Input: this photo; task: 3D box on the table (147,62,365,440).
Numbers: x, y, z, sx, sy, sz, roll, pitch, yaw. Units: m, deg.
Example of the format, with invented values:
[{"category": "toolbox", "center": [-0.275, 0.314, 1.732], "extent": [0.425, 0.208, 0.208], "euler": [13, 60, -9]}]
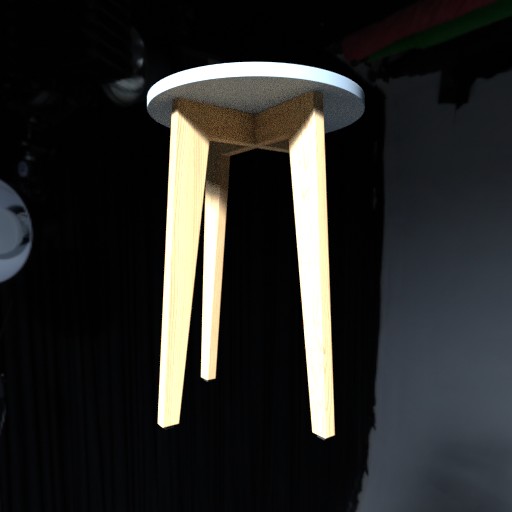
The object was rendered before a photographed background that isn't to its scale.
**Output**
[{"category": "table", "center": [0.000, 0.000, 0.742], "extent": [0.350, 0.500, 0.350], "euler": [0, 2, 0]}]
